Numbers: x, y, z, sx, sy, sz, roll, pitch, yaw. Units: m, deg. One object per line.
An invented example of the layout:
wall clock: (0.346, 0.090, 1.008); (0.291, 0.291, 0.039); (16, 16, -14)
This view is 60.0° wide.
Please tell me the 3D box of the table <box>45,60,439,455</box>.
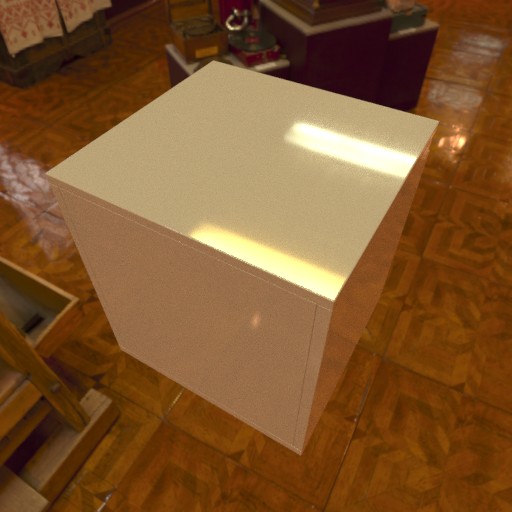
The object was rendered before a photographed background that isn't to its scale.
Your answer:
table: (0.000, 0.000, 0.810); (0.420, 0.470, 0.400); (23, 52, 20)
